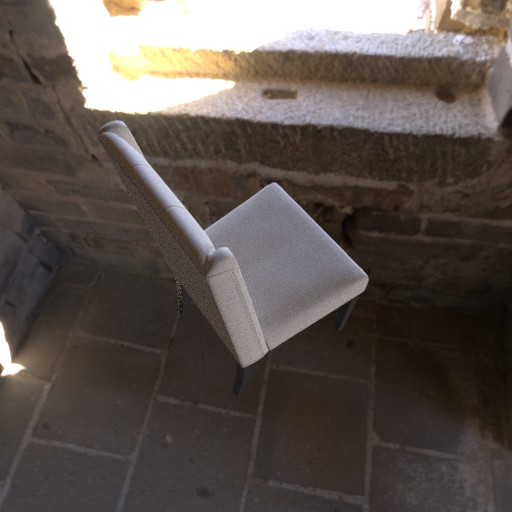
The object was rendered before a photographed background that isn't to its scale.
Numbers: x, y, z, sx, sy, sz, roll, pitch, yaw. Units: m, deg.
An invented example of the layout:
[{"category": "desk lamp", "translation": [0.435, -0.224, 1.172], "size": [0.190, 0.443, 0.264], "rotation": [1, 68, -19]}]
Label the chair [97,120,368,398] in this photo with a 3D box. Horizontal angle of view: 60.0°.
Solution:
[{"category": "chair", "translation": [0.000, 0.000, 1.310], "size": [0.523, 0.961, 0.474], "rotation": [-32, 64, -18]}]
